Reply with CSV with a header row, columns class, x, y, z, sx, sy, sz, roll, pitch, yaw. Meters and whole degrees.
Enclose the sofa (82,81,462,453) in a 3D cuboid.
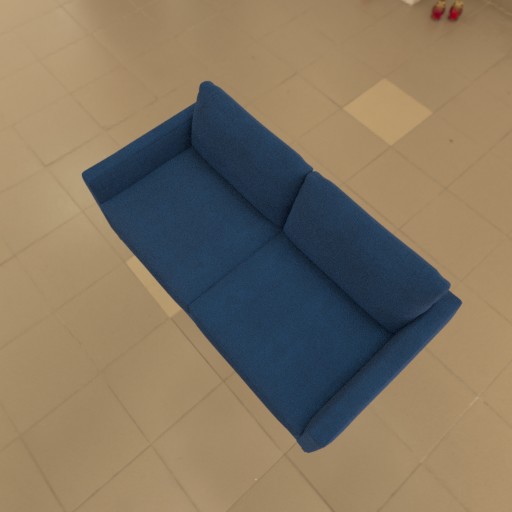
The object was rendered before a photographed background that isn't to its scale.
class,x,y,z,sx,sy,sz,roll,pitch,yaw
sofa,0.000,0.000,2.186,0.875,0.817,1.676,-39,69,-17
